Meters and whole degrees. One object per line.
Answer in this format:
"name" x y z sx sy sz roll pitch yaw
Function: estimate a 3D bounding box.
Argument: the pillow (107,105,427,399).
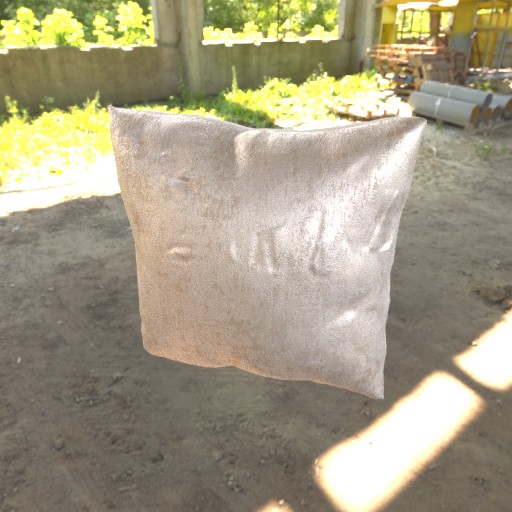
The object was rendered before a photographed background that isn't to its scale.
"pillow" 0.000 0.000 0.701 0.450 0.448 0.245 8 28 16
